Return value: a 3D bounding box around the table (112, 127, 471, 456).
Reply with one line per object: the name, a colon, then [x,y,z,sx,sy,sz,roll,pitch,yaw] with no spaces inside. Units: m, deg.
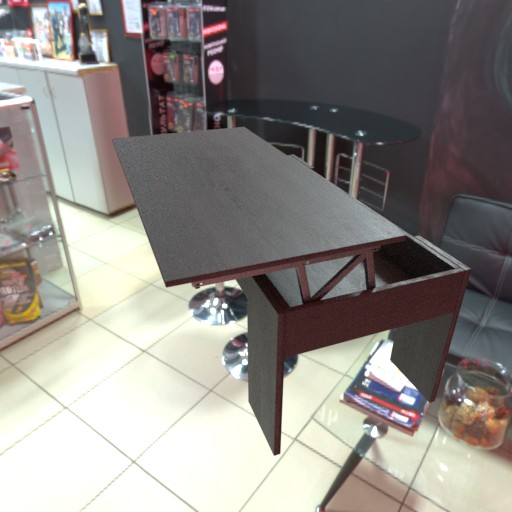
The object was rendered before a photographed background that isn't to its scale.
table: [0.000,0.000,1.412,0.711,0.570,1.000,-11,31,-18]
